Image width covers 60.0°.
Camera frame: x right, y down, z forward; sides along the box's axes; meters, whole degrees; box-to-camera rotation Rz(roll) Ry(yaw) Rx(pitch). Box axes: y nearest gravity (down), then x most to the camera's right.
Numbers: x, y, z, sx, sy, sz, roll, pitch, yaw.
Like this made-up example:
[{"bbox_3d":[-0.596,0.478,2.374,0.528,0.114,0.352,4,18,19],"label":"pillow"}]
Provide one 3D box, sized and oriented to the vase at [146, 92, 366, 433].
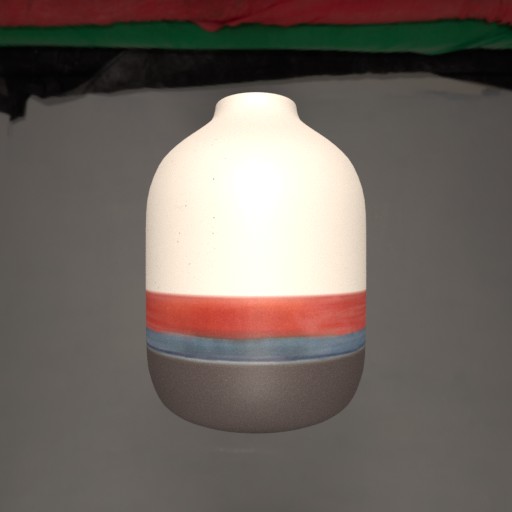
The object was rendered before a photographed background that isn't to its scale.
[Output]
[{"bbox_3d":[0.000,0.000,0.351,0.169,0.237,0.169,0,0,0],"label":"vase"}]
